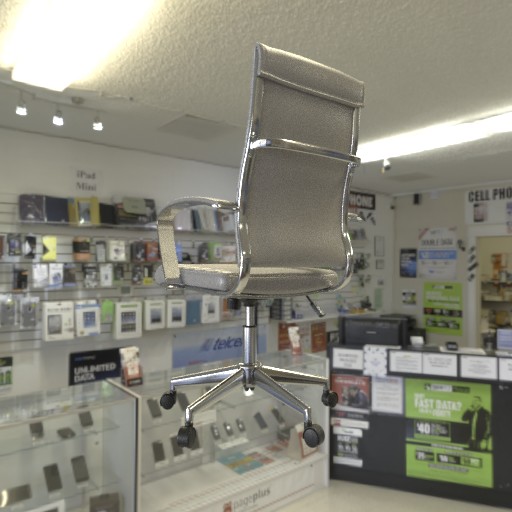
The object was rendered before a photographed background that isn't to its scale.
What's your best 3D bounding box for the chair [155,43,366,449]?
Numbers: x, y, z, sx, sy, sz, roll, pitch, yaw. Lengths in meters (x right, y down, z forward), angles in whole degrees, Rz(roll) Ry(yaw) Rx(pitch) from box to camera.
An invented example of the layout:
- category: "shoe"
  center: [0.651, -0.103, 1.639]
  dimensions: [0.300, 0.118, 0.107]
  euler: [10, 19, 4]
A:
- category: "chair"
  center: [0.000, 0.000, 1.564]
  dimensions: [0.679, 1.149, 0.667]
  euler: [1, -1, -37]
